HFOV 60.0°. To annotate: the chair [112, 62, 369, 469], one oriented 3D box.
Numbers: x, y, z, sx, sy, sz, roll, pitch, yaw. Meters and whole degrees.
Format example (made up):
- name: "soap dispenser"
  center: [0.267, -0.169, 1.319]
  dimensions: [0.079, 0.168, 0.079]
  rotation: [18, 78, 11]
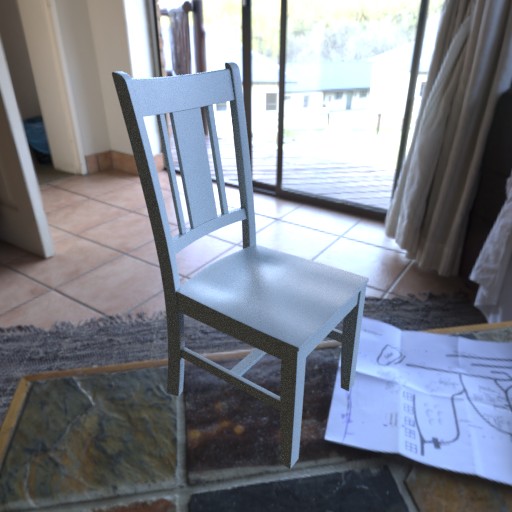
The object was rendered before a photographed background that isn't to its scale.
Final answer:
- name: "chair"
  center: [0.000, 0.000, 1.290]
  dimensions: [0.555, 0.998, 0.450]
  rotation: [18, 32, 32]
